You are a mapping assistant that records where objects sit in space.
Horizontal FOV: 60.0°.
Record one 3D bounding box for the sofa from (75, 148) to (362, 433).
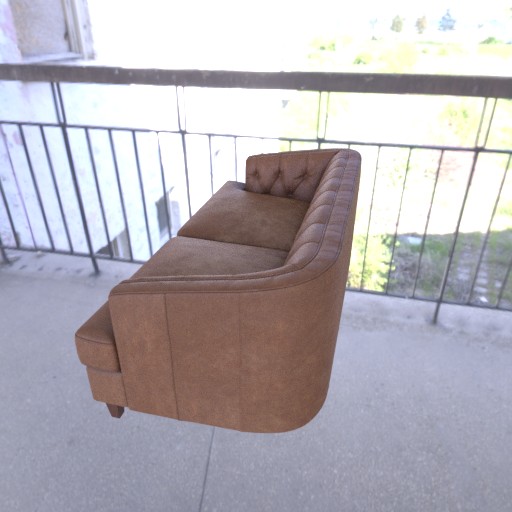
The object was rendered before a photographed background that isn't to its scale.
[{"bbox_3d":[0.000,0.000,2.257,0.914,0.786,1.755,7,29,13],"label":"sofa"}]
